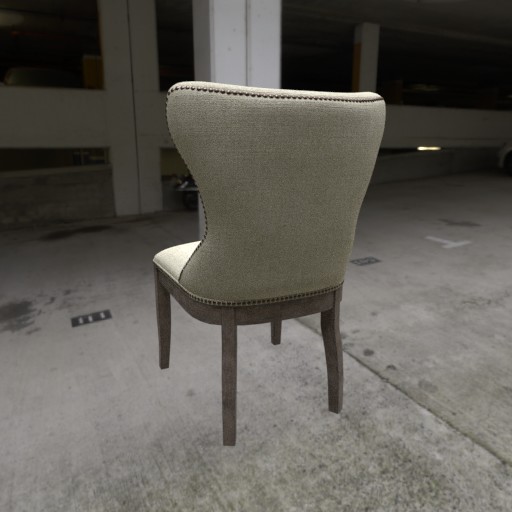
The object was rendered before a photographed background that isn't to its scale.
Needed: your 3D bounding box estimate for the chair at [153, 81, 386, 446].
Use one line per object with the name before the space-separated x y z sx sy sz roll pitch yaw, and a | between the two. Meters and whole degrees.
chair | 0.000 0.000 1.462 0.654 1.002 0.681 -7 16 -25
